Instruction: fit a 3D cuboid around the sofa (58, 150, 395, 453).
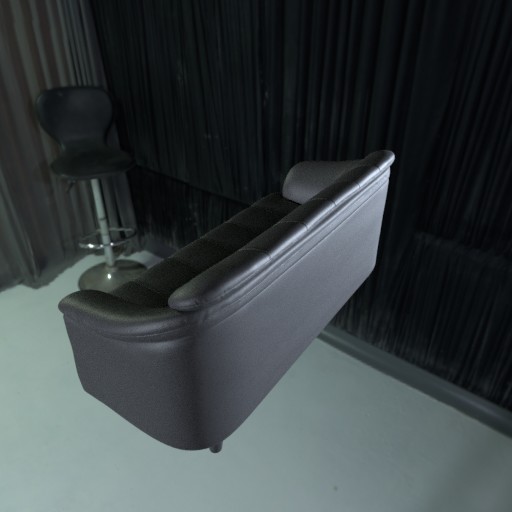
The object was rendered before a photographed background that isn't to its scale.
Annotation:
[{"bbox_3d":[0.000,0.000,2.196,0.800,0.811,1.829,20,37,29],"label":"sofa"}]
